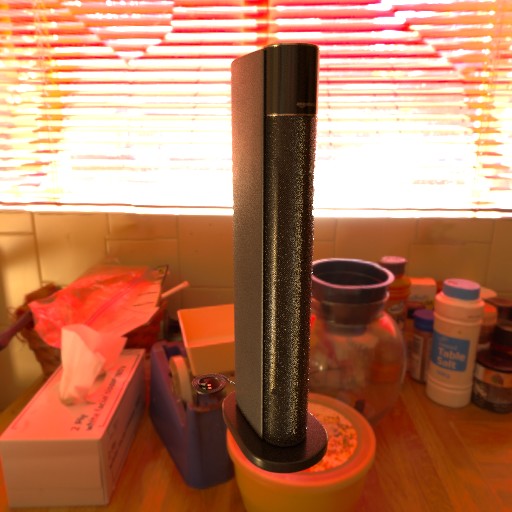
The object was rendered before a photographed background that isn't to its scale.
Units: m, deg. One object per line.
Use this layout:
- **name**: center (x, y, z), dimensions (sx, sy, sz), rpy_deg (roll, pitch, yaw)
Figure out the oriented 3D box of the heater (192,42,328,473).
- **heater**: center (0.000, 0.000, 1.038), dimensions (0.214, 0.856, 0.458), rpy_deg (-8, 17, -26)
